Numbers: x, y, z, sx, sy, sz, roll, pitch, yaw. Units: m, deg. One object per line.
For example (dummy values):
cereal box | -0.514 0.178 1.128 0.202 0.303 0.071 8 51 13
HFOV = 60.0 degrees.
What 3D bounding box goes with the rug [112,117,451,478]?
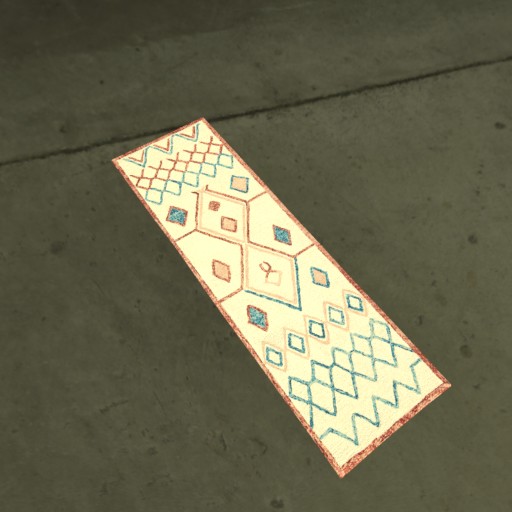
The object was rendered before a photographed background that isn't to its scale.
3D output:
rug | 0.000 0.000 2.687 0.750 0.011 2.435 -31 64 -17
